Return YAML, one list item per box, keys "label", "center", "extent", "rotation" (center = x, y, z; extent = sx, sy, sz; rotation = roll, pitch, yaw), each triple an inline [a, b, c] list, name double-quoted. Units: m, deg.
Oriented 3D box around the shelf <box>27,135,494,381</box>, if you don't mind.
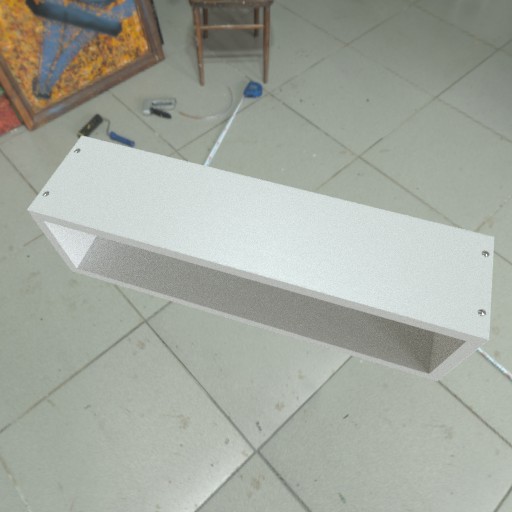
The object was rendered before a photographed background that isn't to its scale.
- label: "shelf"
  center: [0.000, 0.000, 0.666]
  extent: [0.610, 0.170, 0.150]
  rotation: [15, 60, 9]
